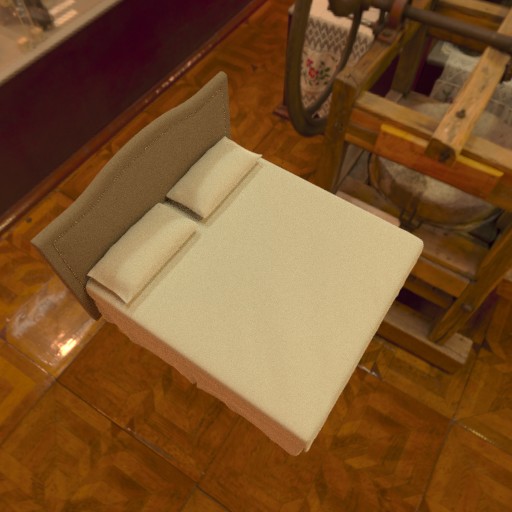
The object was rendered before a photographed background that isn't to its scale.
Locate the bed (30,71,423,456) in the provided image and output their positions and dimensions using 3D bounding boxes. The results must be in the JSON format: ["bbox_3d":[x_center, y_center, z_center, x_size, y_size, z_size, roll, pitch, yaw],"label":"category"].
[{"bbox_3d":[0.000,0.000,3.524,2.182,1.421,2.083,30,64,17],"label":"bed"}]
